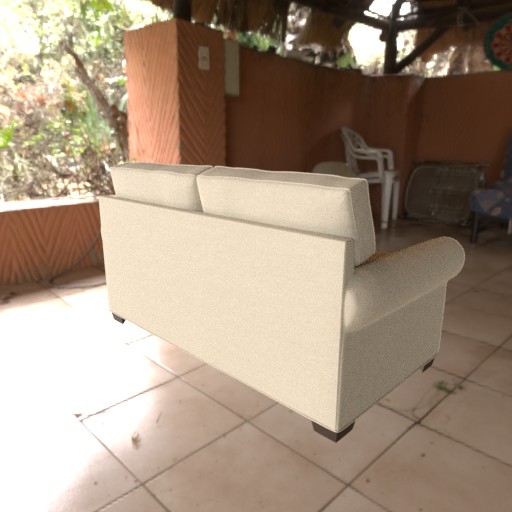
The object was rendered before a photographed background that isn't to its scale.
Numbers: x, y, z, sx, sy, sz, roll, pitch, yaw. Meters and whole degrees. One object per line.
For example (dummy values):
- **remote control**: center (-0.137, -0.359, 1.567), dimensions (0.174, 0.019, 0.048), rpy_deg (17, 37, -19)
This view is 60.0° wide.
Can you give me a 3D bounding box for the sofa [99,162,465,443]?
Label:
- **sofa**: center (0.000, 0.000, 2.276), dimensions (1.774, 0.933, 0.861), rpy_deg (14, 20, 43)
